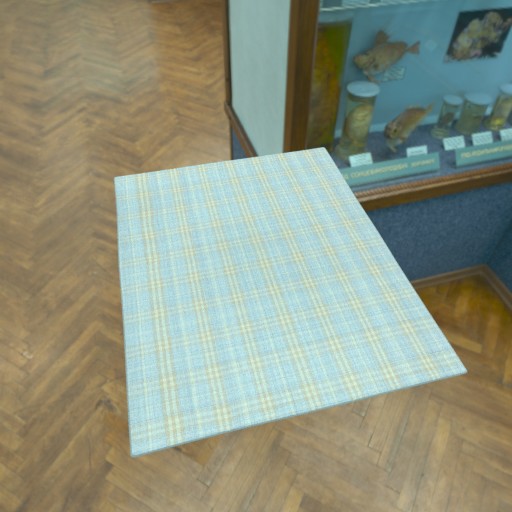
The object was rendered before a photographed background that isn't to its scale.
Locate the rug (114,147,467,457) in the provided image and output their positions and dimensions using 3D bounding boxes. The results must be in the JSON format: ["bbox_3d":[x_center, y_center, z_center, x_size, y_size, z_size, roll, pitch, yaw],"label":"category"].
[{"bbox_3d":[0.000,0.000,4.085,2.462,0.030,3.066,-11,48,-10],"label":"rug"}]
